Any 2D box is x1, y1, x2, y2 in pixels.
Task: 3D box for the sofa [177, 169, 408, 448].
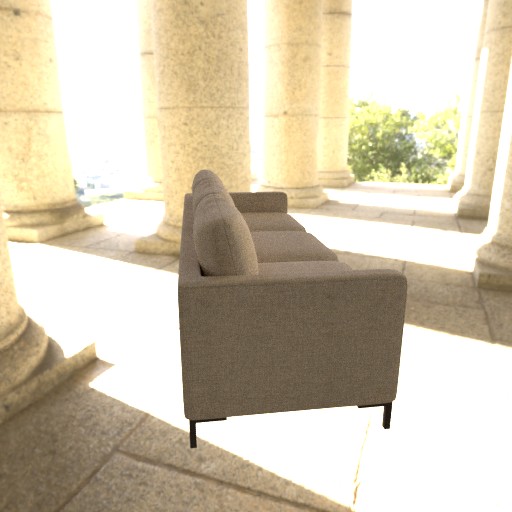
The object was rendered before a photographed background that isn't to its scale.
[{"bbox_3d":[0.000,0.000,2.660,0.859,0.874,2.218,-2,16,-8],"label":"sofa"}]
